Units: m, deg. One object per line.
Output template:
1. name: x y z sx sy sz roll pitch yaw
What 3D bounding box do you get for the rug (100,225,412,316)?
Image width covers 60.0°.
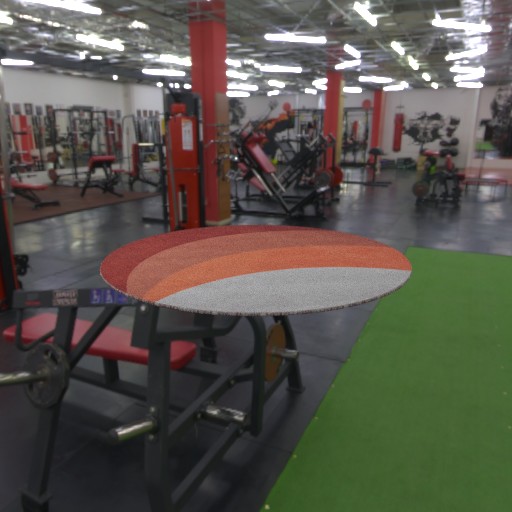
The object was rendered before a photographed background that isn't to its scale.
1. rug: 0.000 0.000 2.269 1.514 0.015 1.514 0 16 0
